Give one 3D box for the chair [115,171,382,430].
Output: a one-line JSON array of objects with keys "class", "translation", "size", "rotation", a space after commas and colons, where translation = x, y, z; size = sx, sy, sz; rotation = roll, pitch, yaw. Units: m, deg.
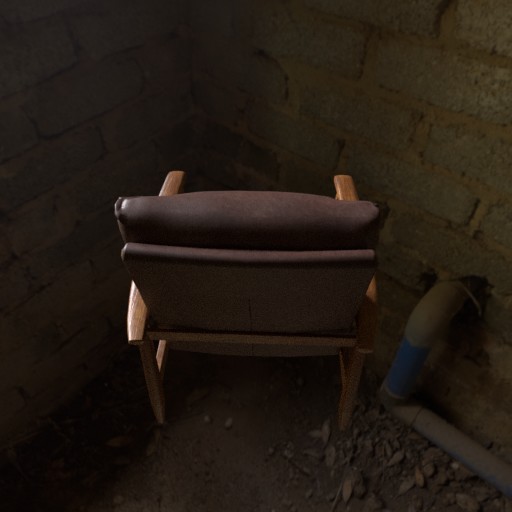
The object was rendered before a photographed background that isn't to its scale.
[{"class": "chair", "translation": [0.000, 0.000, 1.542], "size": [0.782, 0.897, 0.830], "rotation": [2, 45, 2]}]
